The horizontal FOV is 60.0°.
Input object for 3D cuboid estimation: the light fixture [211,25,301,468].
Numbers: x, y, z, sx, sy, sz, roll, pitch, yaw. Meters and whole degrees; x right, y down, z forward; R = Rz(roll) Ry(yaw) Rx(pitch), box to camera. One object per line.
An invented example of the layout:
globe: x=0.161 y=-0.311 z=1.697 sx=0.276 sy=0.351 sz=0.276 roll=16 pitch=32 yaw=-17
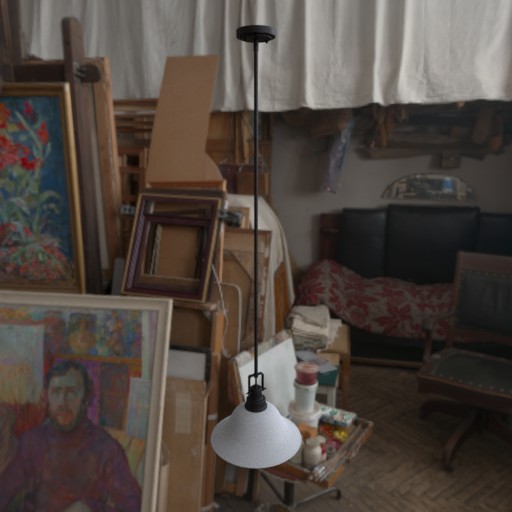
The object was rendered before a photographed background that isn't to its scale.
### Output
light fixture: x=0.000 y=0.000 z=1.433 sx=0.324 sy=1.337 sz=0.324 roll=-7 pitch=15 yaw=-27
